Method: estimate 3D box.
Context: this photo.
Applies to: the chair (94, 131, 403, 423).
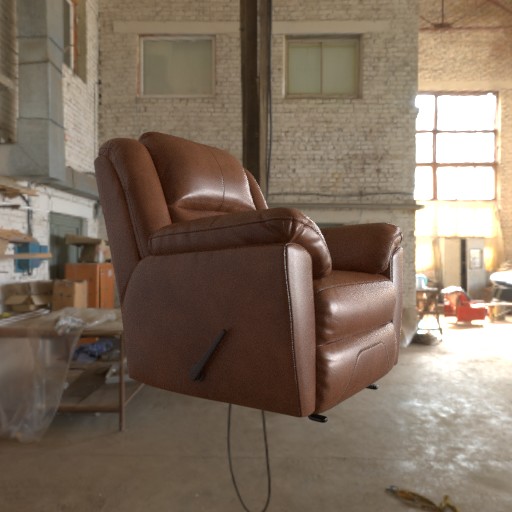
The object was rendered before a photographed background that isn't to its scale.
[{"bbox_3d":[0.000,0.000,1.895,1.041,1.093,0.990,0,1,37],"label":"chair"}]
